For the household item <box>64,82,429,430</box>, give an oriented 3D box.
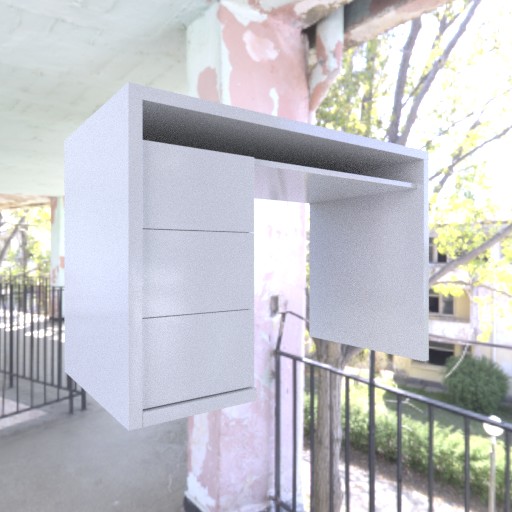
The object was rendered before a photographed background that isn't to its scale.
[{"bbox_3d":[0.000,0.000,1.513,1.100,0.749,0.597,0,0,-36],"label":"household item"}]
